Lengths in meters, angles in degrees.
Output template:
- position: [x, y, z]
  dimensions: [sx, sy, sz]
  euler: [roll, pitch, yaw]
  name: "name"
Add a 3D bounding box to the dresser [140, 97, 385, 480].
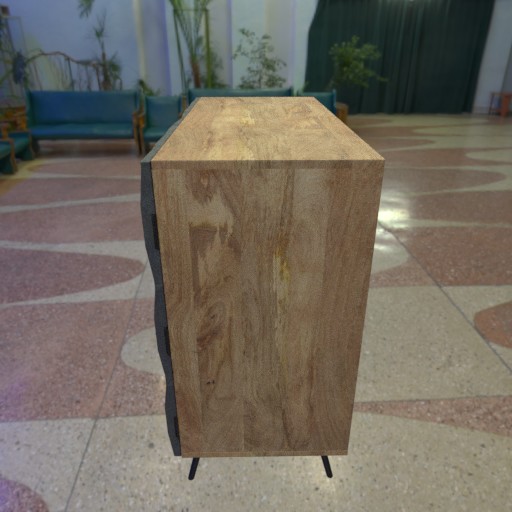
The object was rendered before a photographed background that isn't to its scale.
- position: [0.000, 0.000, 1.404]
  dimensions: [0.446, 0.847, 0.967]
  euler: [0, 26, -1]
  name: "dresser"
